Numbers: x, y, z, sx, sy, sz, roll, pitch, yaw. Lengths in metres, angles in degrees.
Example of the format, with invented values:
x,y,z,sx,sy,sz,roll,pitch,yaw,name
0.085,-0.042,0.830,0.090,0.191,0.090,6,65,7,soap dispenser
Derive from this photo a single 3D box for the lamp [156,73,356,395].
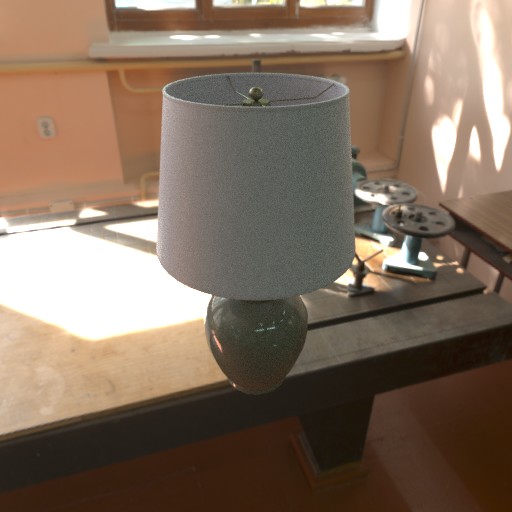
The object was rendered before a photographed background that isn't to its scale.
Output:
x,y,z,sx,sy,sz,roll,pitch,yaw,name
0.000,0.000,0.553,0.239,0.399,0.239,0,31,0,lamp
